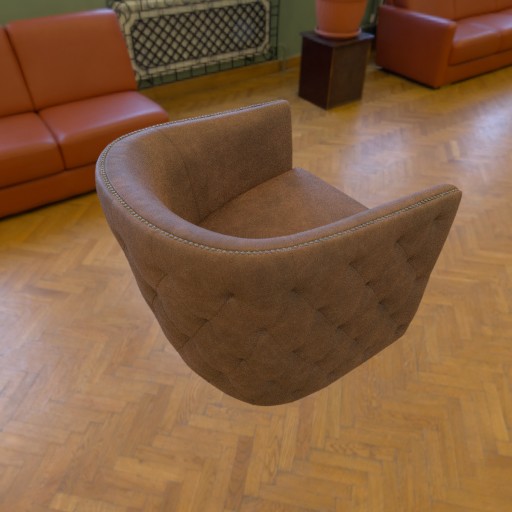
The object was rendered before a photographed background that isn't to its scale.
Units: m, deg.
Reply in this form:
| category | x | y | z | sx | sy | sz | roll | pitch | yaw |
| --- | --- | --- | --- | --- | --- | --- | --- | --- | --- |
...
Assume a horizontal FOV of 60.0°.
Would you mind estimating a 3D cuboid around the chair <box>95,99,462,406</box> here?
| category | x | y | z | sx | sy | sz | roll | pitch | yaw |
| --- | --- | --- | --- | --- | --- | --- | --- | --- | --- |
| chair | 0.000 | 0.000 | 1.509 | 0.870 | 0.790 | 0.850 | -25 | 47 | -26 |
